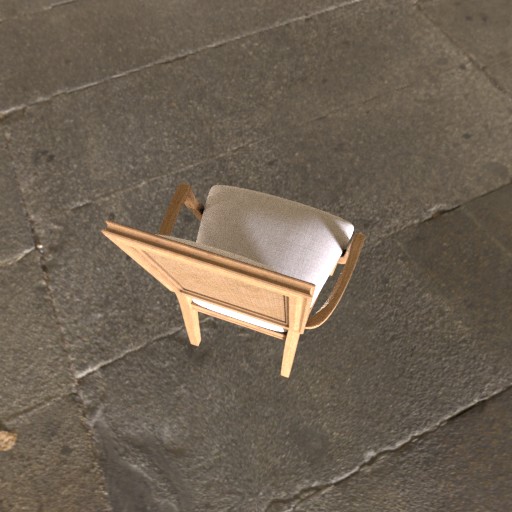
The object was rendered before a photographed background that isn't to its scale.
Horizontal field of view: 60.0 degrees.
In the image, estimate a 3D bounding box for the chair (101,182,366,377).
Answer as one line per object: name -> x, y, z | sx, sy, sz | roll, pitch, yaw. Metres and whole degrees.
chair -> 0.000, 0.000, 1.378 | 0.606, 0.990, 0.602 | 17, 63, 9
